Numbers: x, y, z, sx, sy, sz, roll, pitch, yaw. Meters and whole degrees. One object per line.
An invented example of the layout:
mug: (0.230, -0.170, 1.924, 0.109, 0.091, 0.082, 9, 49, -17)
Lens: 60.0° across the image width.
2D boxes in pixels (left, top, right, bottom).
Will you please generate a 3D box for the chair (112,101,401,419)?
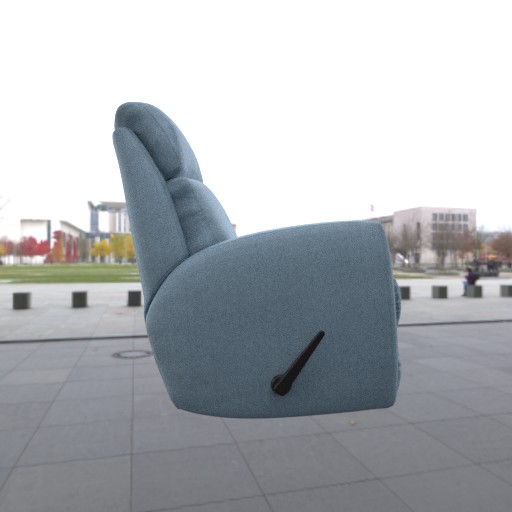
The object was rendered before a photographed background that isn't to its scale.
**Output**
chair: (0.000, 0.000, 1.680, 0.940, 1.013, 0.812, 0, -1, 0)
